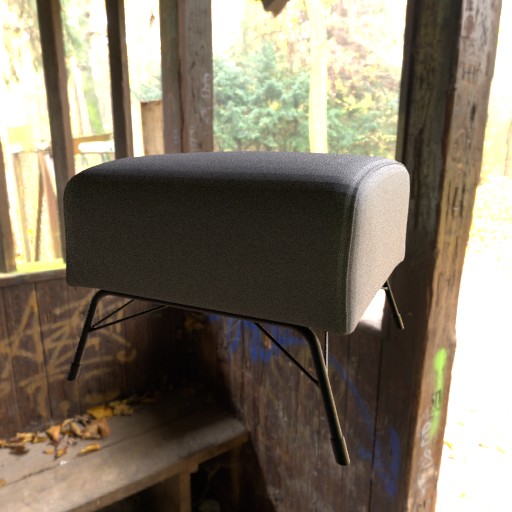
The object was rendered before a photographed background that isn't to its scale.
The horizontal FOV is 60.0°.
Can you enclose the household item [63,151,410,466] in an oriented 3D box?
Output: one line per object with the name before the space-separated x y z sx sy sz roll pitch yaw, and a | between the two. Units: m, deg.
household item | 0.000 0.000 0.889 0.530 0.410 0.530 7 15 25
